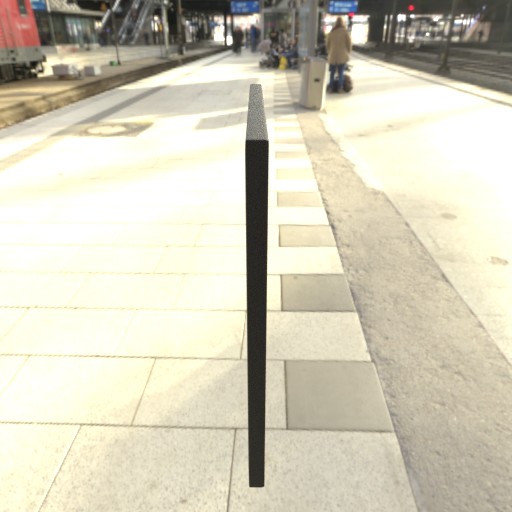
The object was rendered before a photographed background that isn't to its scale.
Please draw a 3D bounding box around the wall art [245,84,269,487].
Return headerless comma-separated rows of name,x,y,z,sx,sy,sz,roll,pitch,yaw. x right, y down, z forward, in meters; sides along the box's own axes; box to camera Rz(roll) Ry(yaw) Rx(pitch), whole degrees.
wall art,0.000,0.000,0.684,0.022,0.453,0.456,0,27,0
